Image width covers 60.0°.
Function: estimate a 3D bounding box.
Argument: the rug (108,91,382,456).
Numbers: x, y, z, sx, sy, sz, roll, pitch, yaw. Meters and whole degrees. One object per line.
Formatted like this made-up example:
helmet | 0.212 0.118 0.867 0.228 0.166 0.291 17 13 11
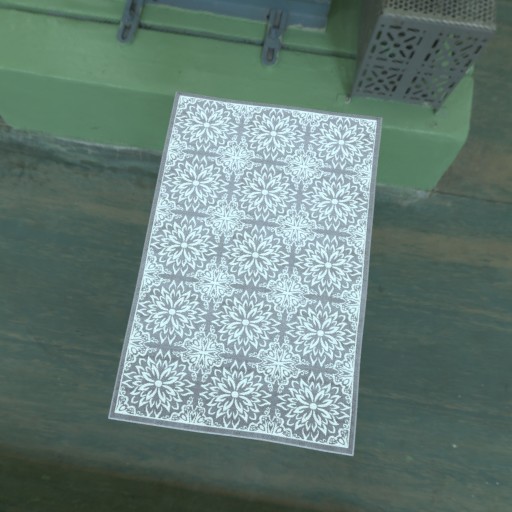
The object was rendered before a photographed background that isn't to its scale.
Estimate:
rug | 0.000 0.000 3.550 1.819 0.018 2.746 8 77 2
